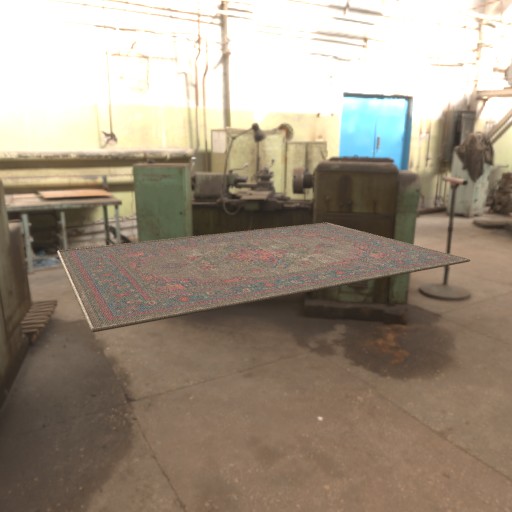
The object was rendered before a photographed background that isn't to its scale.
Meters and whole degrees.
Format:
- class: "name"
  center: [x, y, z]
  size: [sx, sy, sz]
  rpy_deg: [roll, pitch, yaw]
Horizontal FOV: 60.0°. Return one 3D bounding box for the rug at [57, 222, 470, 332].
- class: "rug"
  center: [0.000, 0.000, 2.227]
  size: [1.748, 0.014, 1.144]
  rpy_deg: [-8, 16, -27]
